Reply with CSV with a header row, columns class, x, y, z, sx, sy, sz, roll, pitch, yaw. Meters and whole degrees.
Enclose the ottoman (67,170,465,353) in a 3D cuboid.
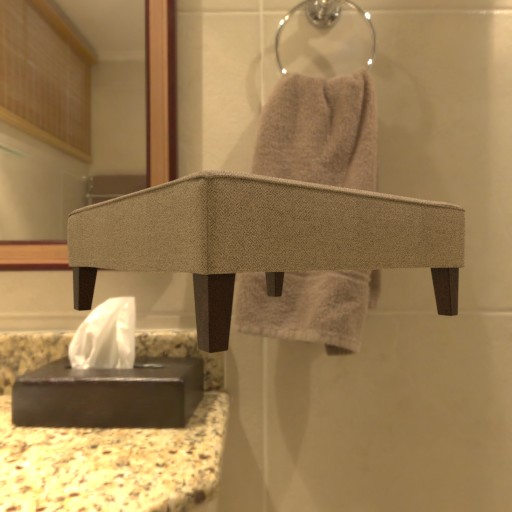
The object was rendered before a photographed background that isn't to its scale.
class,x,y,z,sx,sy,sz,roll,pitch,yaw
ottoman,0.000,0.000,1.505,0.982,0.381,0.973,0,0,-38
